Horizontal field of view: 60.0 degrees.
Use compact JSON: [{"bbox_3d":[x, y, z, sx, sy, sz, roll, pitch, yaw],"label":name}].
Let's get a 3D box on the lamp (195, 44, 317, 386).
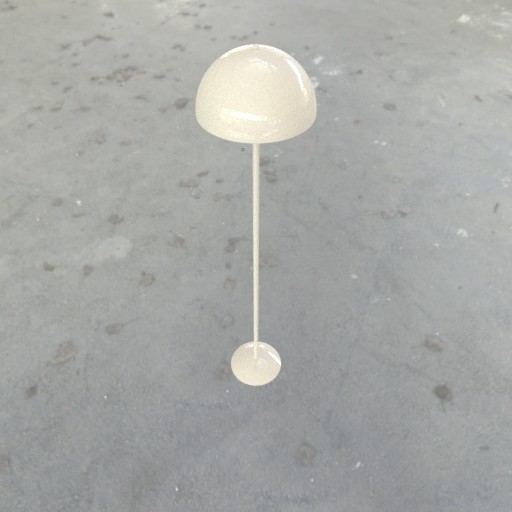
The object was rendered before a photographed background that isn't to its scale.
[{"bbox_3d":[0.000,0.000,1.615,0.328,1.480,0.328,18,48,17],"label":"lamp"}]
